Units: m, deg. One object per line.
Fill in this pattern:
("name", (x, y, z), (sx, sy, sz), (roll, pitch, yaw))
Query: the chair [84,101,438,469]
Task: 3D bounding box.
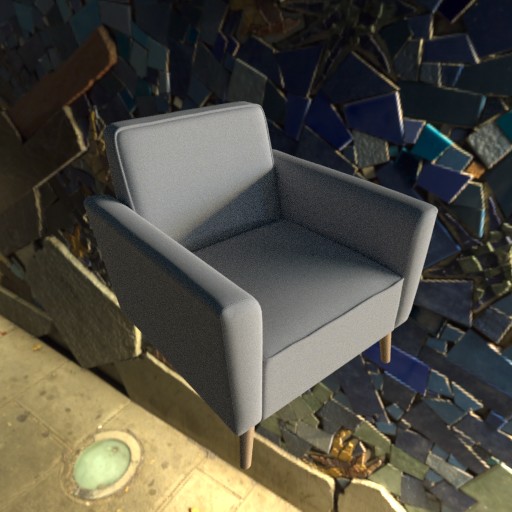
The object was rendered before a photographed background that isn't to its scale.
("chair", (0.000, 0.000, 1.404), (0.780, 0.780, 0.750), (-23, 38, -33))
